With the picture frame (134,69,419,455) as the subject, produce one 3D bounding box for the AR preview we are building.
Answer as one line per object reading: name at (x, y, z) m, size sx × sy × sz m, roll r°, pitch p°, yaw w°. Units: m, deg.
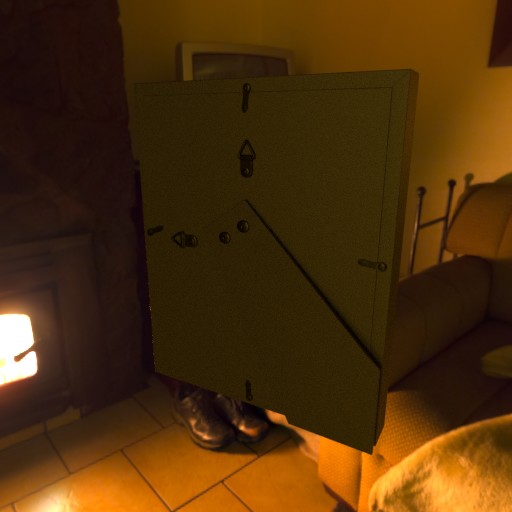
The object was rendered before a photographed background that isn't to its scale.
picture frame at (0.000, 0.000, 0.380) m, size 0.232 × 0.284 × 0.042 m, roll 9°, pitch 19°, yaw 28°
